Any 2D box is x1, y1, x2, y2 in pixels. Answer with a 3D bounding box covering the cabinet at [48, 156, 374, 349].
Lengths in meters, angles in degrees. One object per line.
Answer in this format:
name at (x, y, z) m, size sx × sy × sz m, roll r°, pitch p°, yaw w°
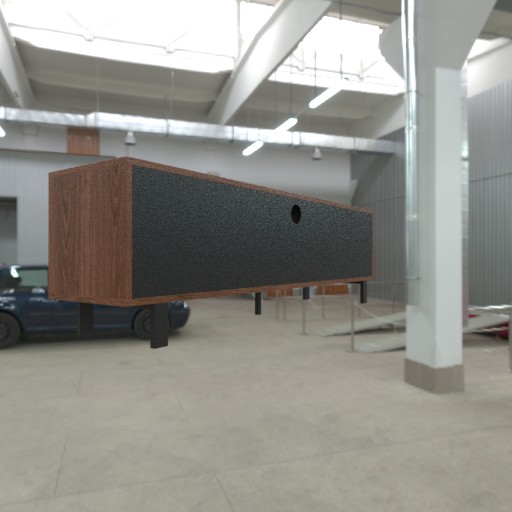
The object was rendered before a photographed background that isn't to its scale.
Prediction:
cabinet at (0.000, 0.000, 1.897) m, size 0.400 × 0.500 × 1.650 m, roll 0°, pitch 0°, yaw 36°
